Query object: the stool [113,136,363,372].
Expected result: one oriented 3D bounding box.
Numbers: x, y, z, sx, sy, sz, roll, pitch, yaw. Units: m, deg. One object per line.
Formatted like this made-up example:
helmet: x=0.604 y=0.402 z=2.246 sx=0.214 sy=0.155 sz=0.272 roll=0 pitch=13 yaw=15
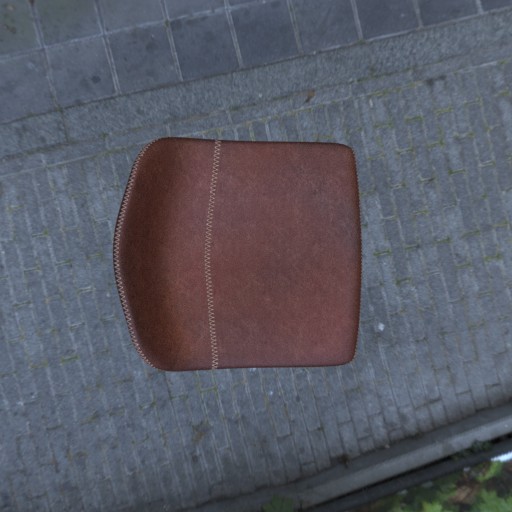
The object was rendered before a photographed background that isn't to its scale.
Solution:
stool: x=0.000 y=0.000 z=1.115 sx=0.473 sy=0.830 sz=0.454 roll=0 pitch=89 yaw=-1
